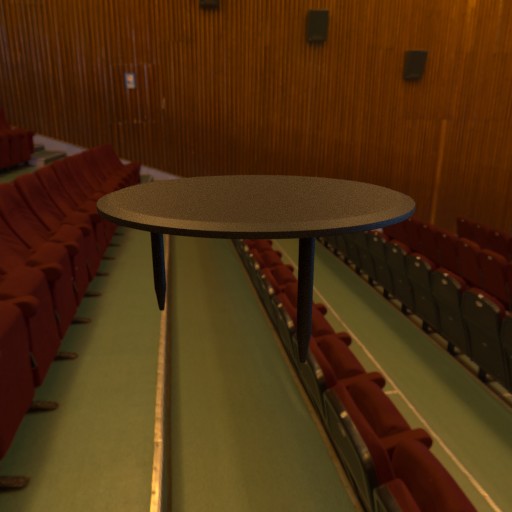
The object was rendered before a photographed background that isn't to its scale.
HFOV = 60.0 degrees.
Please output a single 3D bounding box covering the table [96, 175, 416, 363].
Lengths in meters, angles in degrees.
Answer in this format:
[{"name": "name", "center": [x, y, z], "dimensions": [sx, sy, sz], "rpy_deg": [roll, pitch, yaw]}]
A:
[{"name": "table", "center": [0.000, 0.000, 1.378], "dimensions": [0.900, 0.400, 0.900], "rpy_deg": [0, 17, 0]}]
